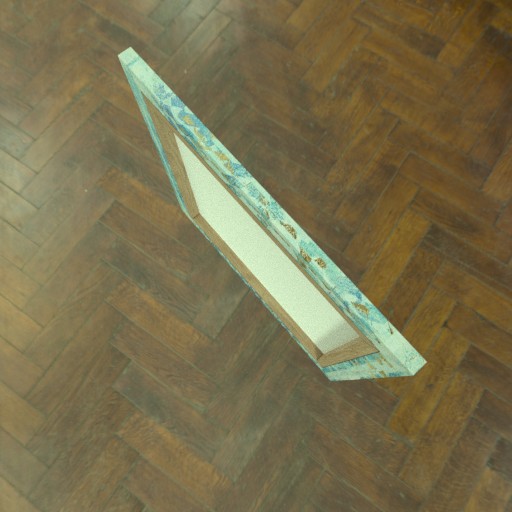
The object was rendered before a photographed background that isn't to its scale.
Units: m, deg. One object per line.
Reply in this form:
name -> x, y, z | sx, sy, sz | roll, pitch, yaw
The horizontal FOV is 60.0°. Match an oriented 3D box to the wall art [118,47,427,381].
wall art -> 0.000, 0.000, 1.341 | 0.040, 0.916, 0.916 | -39, 77, -11
